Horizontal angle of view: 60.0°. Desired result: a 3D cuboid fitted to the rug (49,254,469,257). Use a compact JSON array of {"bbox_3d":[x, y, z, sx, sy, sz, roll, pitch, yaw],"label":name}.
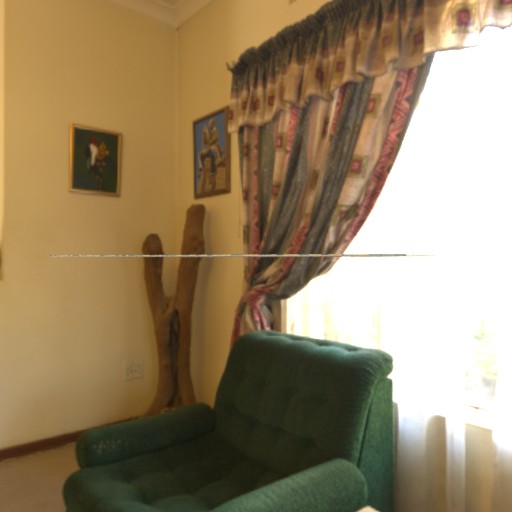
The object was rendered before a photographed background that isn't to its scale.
[{"bbox_3d":[0.000,0.000,3.023,2.447,0.011,1.520,0,0,34],"label":"rug"}]
